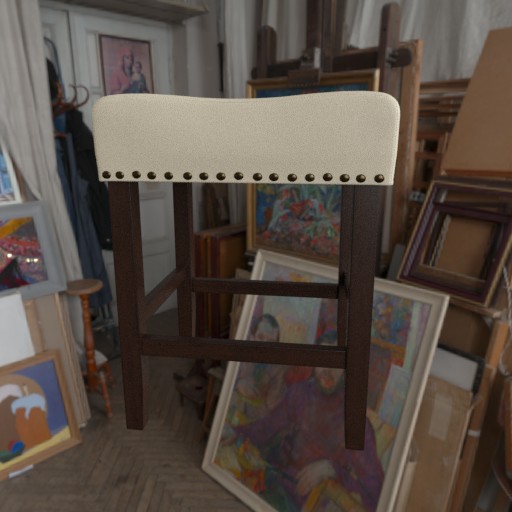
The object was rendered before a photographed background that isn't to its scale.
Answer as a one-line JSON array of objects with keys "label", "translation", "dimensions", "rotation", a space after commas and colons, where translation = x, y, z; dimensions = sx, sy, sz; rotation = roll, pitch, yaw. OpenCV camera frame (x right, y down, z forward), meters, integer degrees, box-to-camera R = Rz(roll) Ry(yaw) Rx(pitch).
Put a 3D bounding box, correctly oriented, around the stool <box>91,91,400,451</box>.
[{"label": "stool", "translation": [0.000, 0.000, 0.916], "dimensions": [0.471, 0.609, 0.401], "rotation": [2, 16, 8]}]
